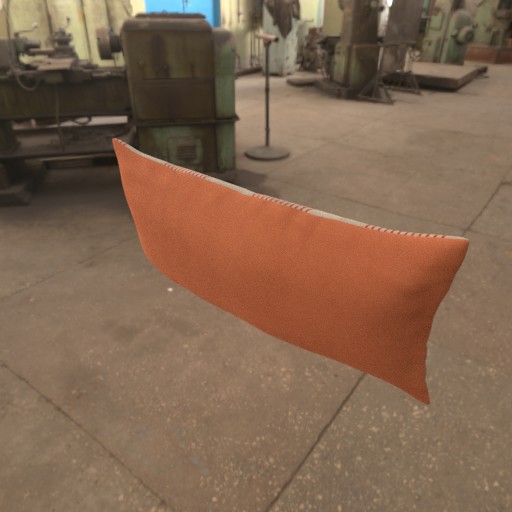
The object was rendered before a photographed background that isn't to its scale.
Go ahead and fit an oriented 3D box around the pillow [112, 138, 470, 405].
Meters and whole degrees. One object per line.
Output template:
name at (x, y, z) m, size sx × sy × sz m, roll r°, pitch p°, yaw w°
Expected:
pillow at (0.000, 0.000, 0.709) m, size 0.608 × 0.292 × 0.156 m, roll 22°, pitch 37°, yaw 33°
